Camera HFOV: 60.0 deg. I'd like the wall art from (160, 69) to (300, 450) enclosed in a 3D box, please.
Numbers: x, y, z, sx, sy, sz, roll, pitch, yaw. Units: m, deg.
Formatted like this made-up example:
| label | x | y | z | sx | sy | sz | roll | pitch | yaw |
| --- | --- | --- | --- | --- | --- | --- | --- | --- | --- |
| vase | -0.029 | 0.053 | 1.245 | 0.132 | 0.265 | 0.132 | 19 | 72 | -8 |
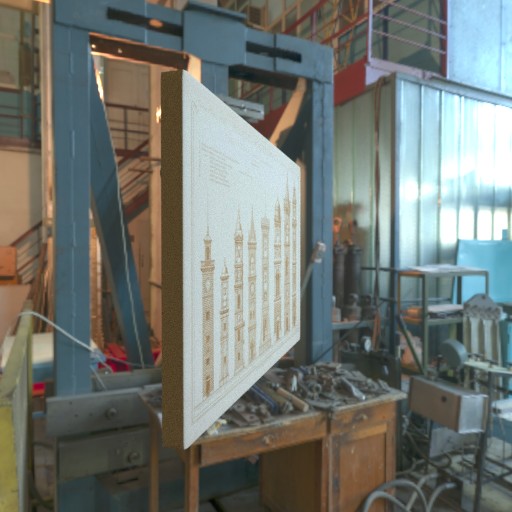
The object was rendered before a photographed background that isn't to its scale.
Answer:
| label | x | y | z | sx | sy | sz | roll | pitch | yaw |
| --- | --- | --- | --- | --- | --- | --- | --- | --- | --- |
| wall art | 0.000 | 0.000 | 0.477 | 0.019 | 0.254 | 0.380 | 0 | 1 | 17 |
